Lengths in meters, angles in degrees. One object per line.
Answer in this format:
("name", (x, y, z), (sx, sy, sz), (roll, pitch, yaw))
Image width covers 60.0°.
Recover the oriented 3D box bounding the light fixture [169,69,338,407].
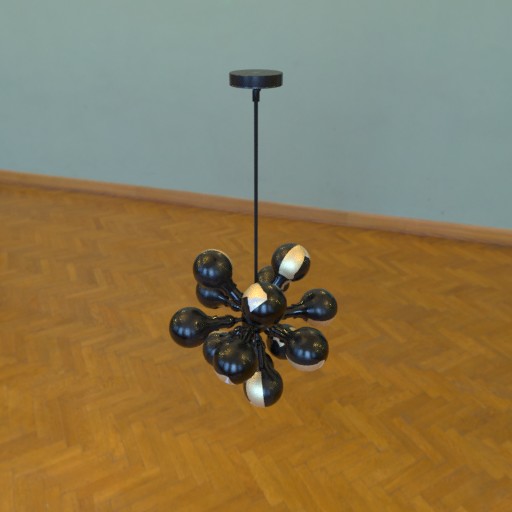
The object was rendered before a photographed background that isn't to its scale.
("light fixture", (0.000, 0.000, 1.115), (0.420, 0.859, 0.468), (8, 30, 14))
